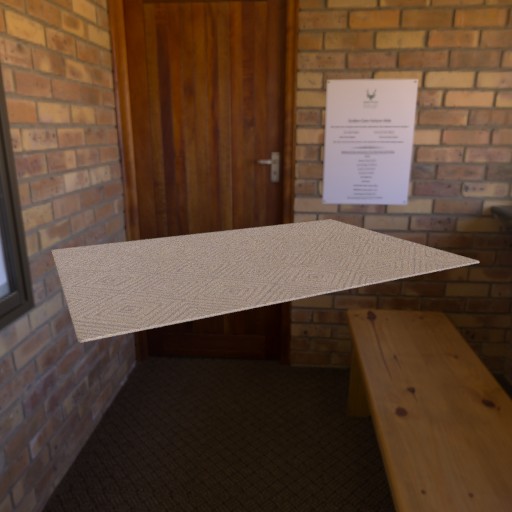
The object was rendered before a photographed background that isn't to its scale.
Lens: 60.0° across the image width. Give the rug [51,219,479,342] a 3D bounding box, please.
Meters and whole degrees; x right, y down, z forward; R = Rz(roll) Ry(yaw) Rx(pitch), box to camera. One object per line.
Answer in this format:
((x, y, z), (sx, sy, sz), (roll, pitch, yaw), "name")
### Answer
((0.000, 0.000, 2.159), (1.753, 0.008, 1.143), (-8, 18, -26), "rug")
